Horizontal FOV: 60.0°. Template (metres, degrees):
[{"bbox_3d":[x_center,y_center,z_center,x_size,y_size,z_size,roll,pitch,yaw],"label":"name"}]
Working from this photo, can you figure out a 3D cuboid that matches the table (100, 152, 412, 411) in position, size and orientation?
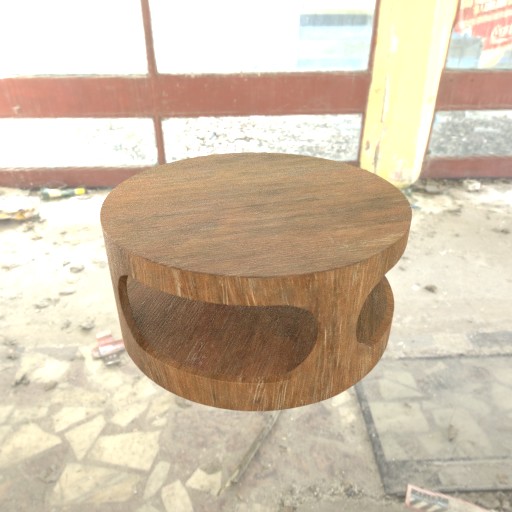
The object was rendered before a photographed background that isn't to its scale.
[{"bbox_3d":[0.000,0.000,1.556,0.974,0.450,0.974,0,30,0],"label":"table"}]
